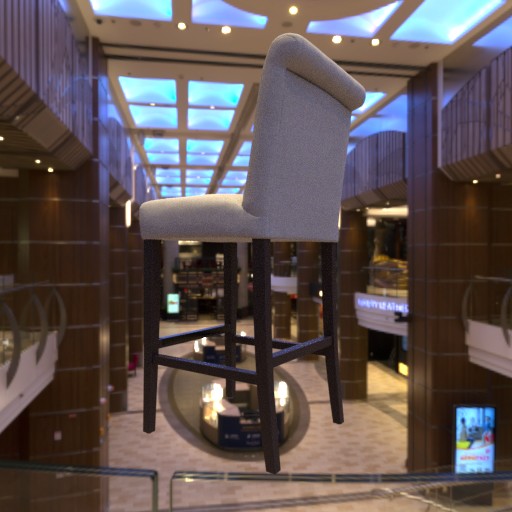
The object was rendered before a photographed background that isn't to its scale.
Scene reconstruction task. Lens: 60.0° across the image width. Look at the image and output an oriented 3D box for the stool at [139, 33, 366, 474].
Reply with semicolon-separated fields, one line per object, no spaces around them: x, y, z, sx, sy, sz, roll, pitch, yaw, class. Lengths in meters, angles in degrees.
0.000;0.000;1.448;0.601;1.140;0.493;0;0;35;stool
